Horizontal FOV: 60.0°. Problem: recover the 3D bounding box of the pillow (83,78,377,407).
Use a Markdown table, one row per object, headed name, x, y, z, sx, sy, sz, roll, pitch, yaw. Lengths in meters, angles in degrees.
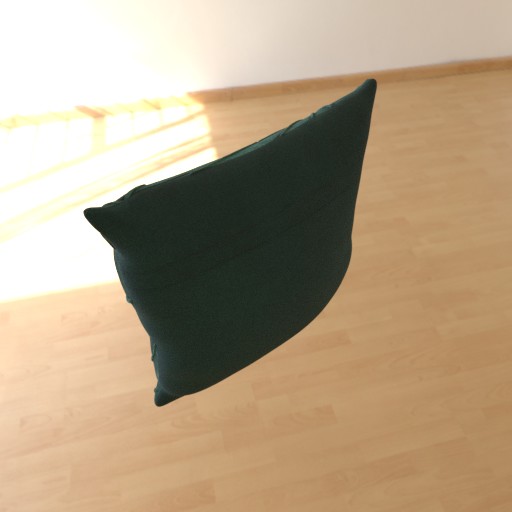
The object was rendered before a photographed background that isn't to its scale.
| name | x | y | z | sx | sy | sz | roll | pitch | yaw |
| --- | --- | --- | --- | --- | --- | --- | --- | --- | --- |
| pillow | 0.000 | 0.000 | 0.680 | 0.439 | 0.440 | 0.184 | -31 | 54 | -25 |
